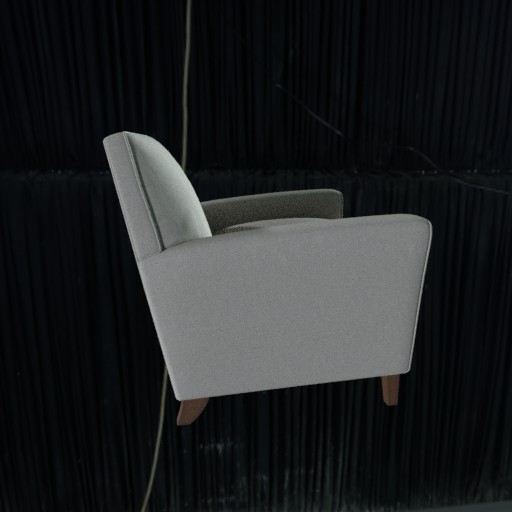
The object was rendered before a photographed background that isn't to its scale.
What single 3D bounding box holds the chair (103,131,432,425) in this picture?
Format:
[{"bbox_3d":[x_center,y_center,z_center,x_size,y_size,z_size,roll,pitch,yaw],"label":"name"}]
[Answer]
[{"bbox_3d":[0.000,0.000,1.598,0.871,0.846,0.840,-2,15,-9],"label":"chair"}]
